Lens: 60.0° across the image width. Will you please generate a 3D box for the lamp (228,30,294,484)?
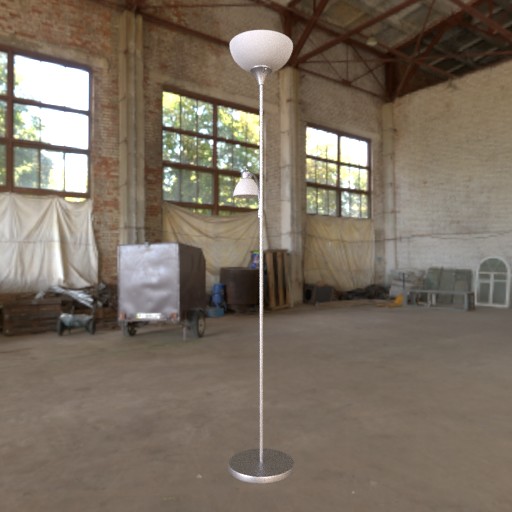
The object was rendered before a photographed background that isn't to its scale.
[{"bbox_3d":[0.000,0.000,1.966,0.279,1.804,0.425,0,-1,-17],"label":"lamp"}]
